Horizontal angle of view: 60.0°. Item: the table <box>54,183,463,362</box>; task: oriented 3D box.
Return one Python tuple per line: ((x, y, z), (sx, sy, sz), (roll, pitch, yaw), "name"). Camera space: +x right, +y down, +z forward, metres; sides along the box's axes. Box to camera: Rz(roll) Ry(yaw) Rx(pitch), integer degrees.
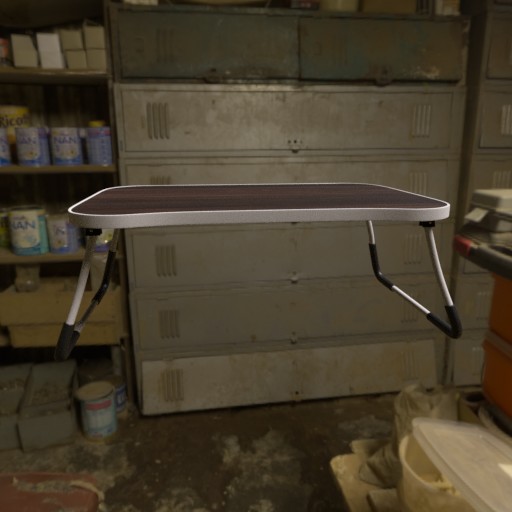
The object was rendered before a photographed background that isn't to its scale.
((0.000, 0.000, 0.844), (0.660, 0.232, 0.400), (-2, 15, -7), "table")
